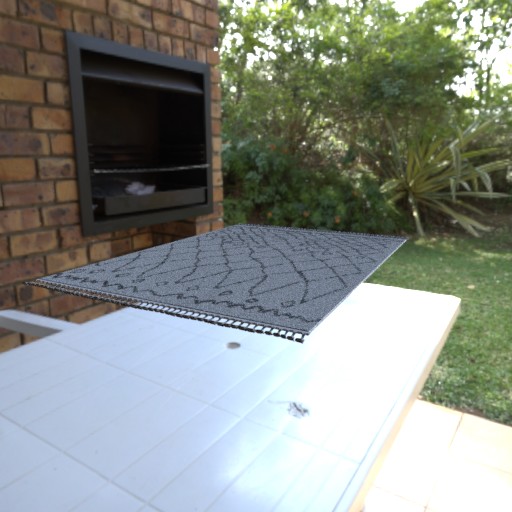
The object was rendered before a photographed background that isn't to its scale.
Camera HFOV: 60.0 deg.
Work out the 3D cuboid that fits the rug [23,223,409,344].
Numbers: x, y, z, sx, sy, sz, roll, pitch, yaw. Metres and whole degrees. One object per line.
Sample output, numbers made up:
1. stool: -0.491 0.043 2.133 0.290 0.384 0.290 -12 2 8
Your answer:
1. rug: 0.000 0.000 2.995 1.613 0.017 2.312 7 15 27
